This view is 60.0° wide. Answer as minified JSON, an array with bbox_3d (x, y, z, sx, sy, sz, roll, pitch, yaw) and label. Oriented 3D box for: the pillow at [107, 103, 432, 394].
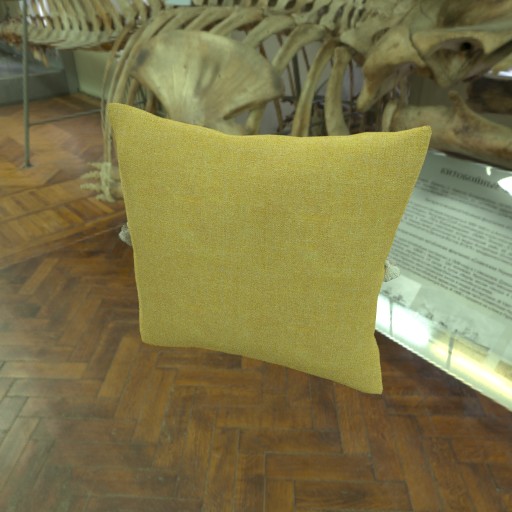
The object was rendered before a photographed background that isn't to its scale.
[{"bbox_3d":[0.000,0.000,0.749,0.485,0.481,0.167,9,33,14],"label":"pillow"}]
